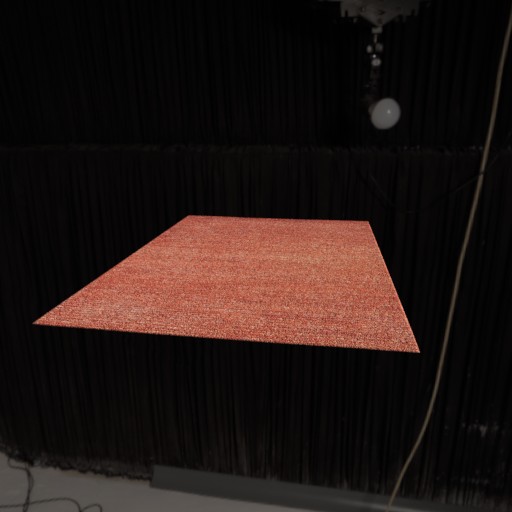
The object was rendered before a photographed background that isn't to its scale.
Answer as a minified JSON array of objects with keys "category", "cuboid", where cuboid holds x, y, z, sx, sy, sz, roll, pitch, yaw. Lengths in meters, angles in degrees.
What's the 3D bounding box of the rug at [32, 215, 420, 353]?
[{"category":"rug","cuboid":[0.000,0.000,4.997,2.803,0.025,3.965,3,17,8]}]
